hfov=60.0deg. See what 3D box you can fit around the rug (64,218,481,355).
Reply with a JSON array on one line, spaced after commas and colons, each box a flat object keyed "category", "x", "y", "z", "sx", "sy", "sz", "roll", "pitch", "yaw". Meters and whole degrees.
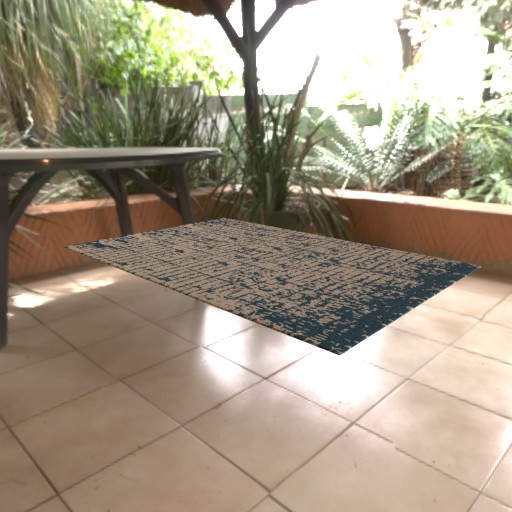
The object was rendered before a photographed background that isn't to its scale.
[{"category": "rug", "x": 0.000, "y": 0.000, "z": 2.312, "sx": 1.828, "sy": 0.007, "sz": 1.220, "roll": 14, "pitch": 21, "yaw": 42}]
